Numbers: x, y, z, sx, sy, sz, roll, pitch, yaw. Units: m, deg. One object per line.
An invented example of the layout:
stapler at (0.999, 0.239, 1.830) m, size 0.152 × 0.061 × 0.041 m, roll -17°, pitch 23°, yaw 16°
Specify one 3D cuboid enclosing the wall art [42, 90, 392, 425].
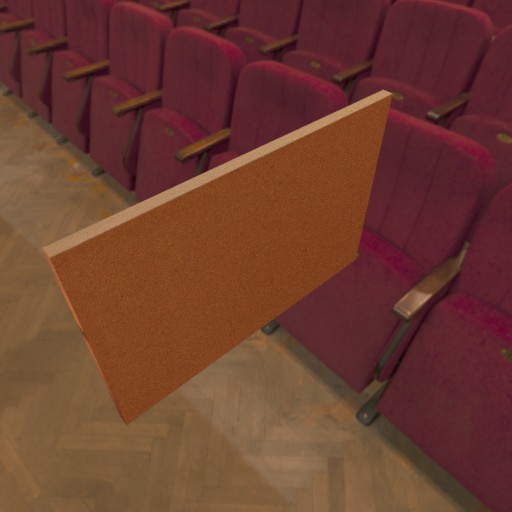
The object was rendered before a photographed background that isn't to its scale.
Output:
wall art at (0.000, 0.000, 0.775) m, size 0.615 × 0.410 × 0.021 m, roll -32°, pitch 53°, yaw -28°
